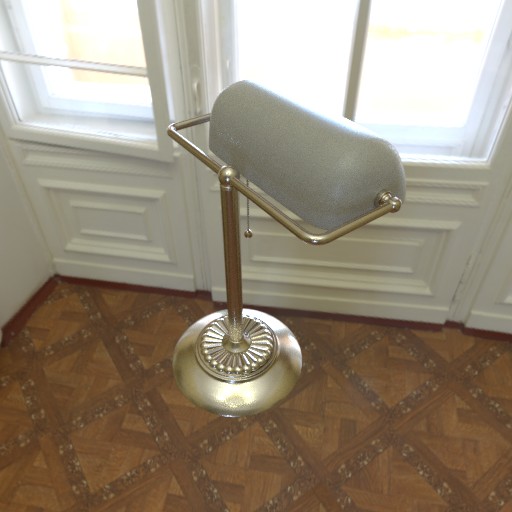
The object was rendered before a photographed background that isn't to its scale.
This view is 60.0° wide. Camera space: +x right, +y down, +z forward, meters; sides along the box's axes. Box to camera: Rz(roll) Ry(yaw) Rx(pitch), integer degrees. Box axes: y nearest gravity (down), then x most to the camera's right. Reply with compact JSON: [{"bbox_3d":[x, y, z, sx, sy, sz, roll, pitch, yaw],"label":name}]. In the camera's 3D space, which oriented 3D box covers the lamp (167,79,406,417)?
[{"bbox_3d":[0.000,0.000,0.517,0.243,0.339,0.264,-25,47,-26],"label":"lamp"}]
